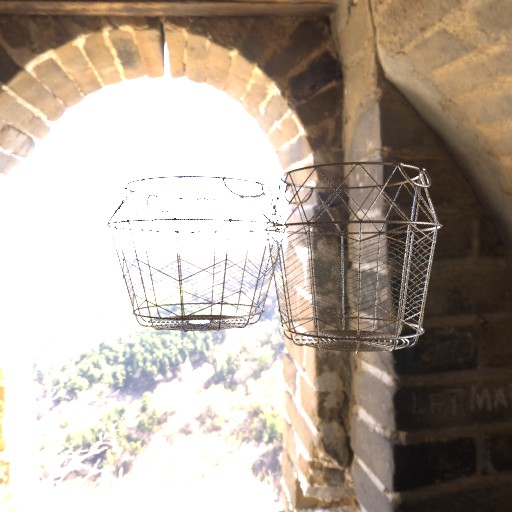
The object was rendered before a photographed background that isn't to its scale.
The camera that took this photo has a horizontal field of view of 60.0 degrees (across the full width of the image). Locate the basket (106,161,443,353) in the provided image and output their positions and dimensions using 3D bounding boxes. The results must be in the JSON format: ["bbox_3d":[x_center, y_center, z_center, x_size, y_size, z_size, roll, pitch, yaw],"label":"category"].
[{"bbox_3d":[0.000,0.000,1.022,0.805,0.343,0.451,0,0,36],"label":"basket"}]
